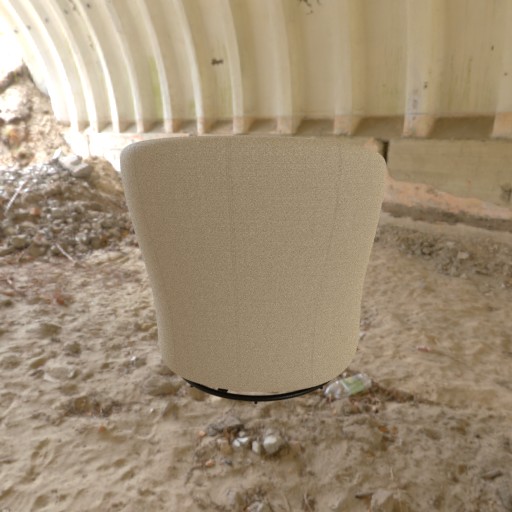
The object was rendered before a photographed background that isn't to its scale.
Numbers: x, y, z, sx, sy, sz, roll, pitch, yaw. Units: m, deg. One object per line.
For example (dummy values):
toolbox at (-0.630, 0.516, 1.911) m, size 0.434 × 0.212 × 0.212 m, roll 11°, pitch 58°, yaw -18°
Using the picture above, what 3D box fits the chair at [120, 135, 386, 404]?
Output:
chair at (0.000, 0.000, 1.458) m, size 0.791 × 0.771 × 0.815 m, roll 2°, pitch 16°, yaw 8°
